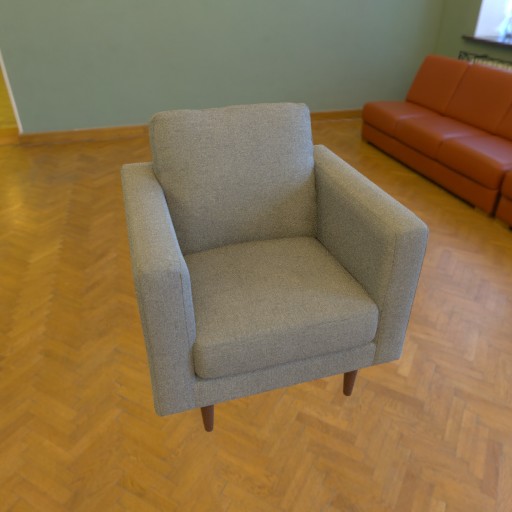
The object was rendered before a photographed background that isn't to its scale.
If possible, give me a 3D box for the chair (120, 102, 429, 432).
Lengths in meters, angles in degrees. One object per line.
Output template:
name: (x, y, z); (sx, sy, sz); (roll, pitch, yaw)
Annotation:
chair: (0.000, 0.000, 1.592); (0.855, 0.927, 0.800); (-9, 33, -14)
